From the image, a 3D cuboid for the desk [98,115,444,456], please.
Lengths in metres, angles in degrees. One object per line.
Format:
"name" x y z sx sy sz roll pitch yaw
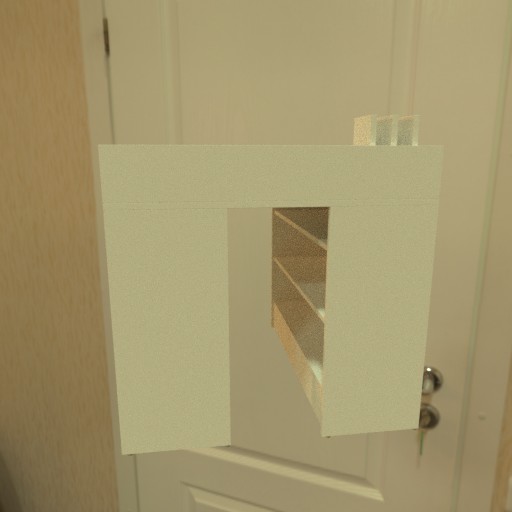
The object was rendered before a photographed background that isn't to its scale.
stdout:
"desk" 0.000 0.000 1.731 0.940 0.986 0.940 -2 13 -8
